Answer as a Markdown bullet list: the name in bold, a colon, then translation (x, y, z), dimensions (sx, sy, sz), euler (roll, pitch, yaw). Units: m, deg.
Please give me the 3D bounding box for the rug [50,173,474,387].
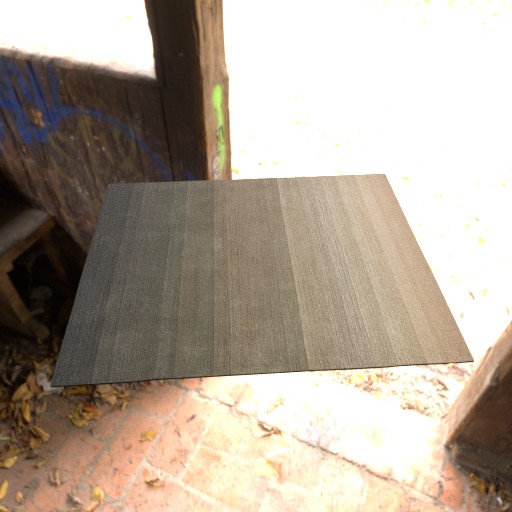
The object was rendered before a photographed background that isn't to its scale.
- **rug**: translation (0.000, 0.000, 3.858), dimensions (2.932, 0.015, 2.315), euler (-3, 45, -3)
